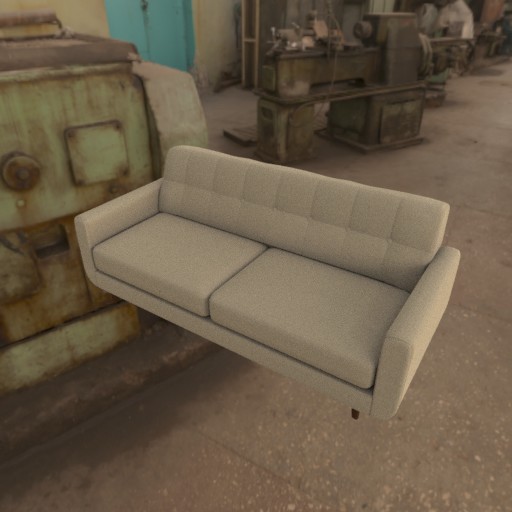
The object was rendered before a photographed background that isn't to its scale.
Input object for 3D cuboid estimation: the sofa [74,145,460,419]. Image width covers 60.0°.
[{"bbox_3d":[0.000,0.000,2.698,2.137,0.892,0.980,19,36,28],"label":"sofa"}]
